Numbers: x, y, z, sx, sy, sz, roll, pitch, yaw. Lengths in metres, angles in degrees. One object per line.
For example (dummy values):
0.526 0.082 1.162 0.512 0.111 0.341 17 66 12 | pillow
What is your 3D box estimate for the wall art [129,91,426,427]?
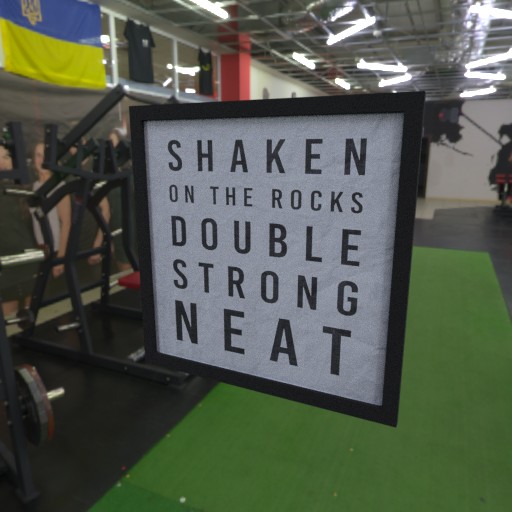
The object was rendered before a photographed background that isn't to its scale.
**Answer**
0.000 0.000 0.687 0.456 0.458 0.013 7 15 25 | wall art
